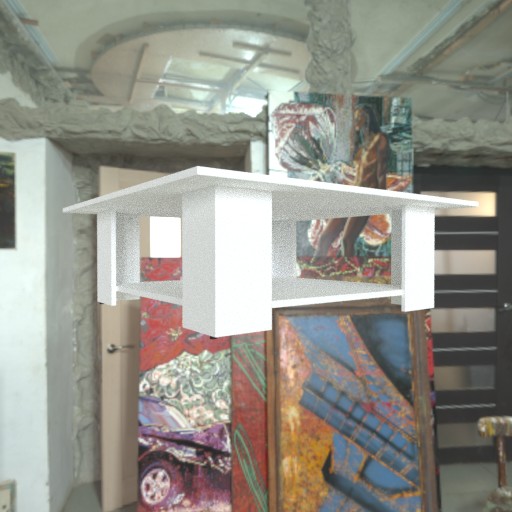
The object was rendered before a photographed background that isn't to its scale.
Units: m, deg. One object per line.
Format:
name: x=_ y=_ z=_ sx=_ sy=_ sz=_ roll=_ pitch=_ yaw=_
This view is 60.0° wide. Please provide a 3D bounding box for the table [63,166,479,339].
table: x=0.000 y=0.000 z=1.335 sx=0.890 sy=0.305 sz=0.890 roll=-1 pitch=1 yaw=-36
